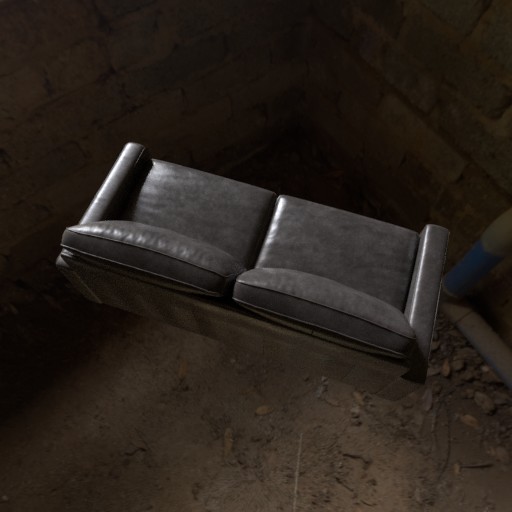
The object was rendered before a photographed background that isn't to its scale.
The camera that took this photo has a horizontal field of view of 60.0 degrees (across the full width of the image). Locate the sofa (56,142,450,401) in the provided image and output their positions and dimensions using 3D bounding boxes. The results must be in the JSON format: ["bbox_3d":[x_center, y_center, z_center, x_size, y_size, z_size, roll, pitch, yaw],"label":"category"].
[{"bbox_3d":[0.000,0.000,2.602,2.081,0.916,0.939,17,65,8],"label":"sofa"}]
